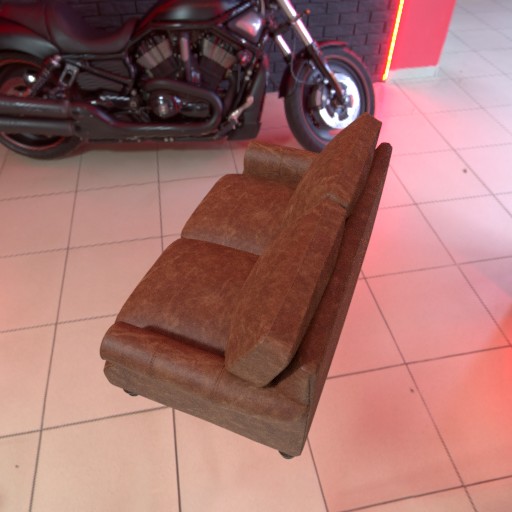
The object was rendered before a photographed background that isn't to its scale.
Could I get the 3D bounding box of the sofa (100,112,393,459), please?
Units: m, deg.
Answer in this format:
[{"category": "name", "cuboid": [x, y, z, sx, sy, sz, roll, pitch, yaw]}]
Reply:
[{"category": "sofa", "cuboid": [0.000, 0.000, 2.206, 0.990, 0.967, 1.616, 16, 48, 15]}]
